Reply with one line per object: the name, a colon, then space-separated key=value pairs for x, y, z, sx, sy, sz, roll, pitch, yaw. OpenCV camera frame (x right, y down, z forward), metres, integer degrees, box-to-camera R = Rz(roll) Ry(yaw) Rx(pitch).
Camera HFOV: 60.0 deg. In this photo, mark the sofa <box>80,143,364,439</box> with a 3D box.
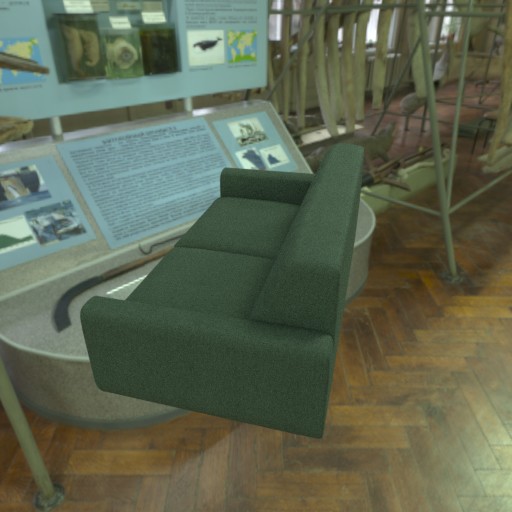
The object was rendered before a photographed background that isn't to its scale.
sofa: x=0.000 y=0.000 z=2.202 sx=0.909 sy=0.841 sz=1.631 roll=8 pitch=31 yaw=13
